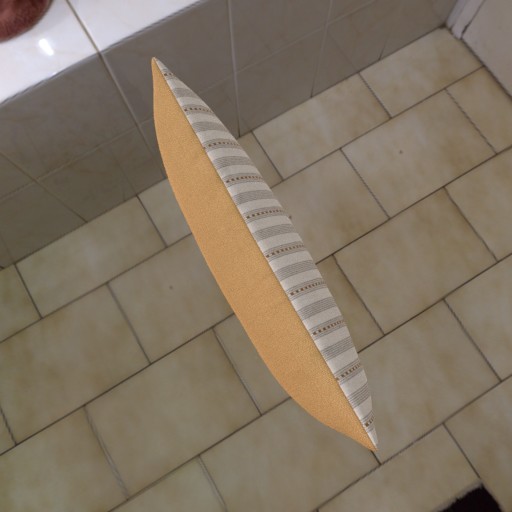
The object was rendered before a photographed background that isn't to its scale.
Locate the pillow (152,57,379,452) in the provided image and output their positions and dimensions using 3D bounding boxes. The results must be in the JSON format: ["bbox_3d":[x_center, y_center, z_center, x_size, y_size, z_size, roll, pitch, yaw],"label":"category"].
[{"bbox_3d":[0.000,0.000,0.720,0.151,0.291,0.608,-28,79,-6],"label":"pillow"}]
